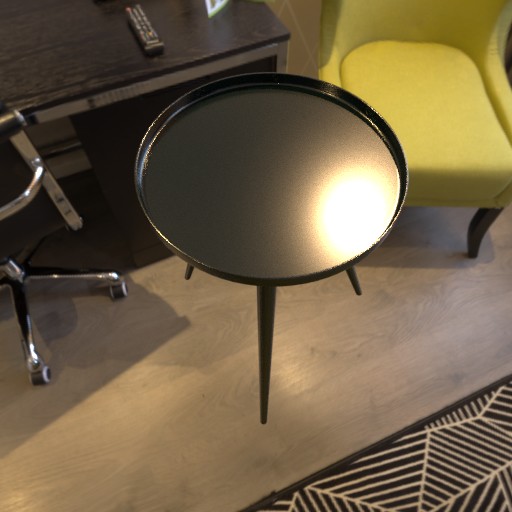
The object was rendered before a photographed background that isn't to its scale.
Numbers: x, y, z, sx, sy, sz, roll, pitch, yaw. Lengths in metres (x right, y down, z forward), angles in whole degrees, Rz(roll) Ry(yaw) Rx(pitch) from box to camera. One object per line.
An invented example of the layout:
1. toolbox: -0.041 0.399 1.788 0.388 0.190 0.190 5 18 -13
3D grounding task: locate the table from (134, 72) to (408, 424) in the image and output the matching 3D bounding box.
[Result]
1. table: 0.000 0.000 0.843 0.415 0.548 0.403 31 64 17
